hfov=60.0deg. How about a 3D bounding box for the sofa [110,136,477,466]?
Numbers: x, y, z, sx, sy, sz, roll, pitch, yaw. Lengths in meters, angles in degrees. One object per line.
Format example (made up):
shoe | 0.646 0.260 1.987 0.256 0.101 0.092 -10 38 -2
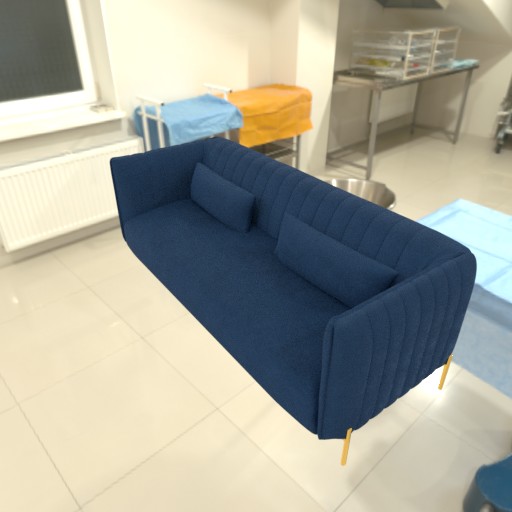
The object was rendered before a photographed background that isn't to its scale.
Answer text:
sofa | 0.000 0.000 2.539 0.896 0.793 2.136 -21 38 -30
